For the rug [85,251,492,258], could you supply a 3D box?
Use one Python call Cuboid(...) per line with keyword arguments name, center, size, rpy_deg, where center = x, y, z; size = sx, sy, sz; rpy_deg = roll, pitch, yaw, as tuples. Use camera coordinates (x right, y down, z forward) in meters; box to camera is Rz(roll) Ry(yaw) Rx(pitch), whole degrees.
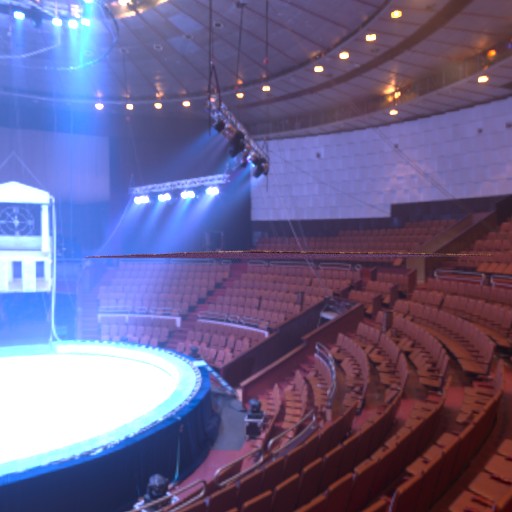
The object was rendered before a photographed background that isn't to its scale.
Cuboid(name="rug", center=(0.000, 0.000, 4.402), size=(2.441, 0.020, 3.419), rpy_deg=(0, -1, -35))
